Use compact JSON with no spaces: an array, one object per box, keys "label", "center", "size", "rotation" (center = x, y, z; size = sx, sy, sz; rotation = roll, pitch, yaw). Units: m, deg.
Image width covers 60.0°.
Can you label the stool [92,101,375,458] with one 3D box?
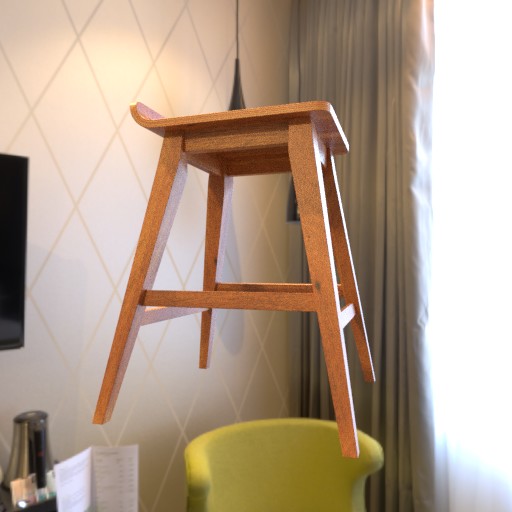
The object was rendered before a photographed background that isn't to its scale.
[{"label":"stool","center":[0.000,0.000,1.018],"size":[0.500,0.650,0.500],"rotation":[0,-1,18]}]
